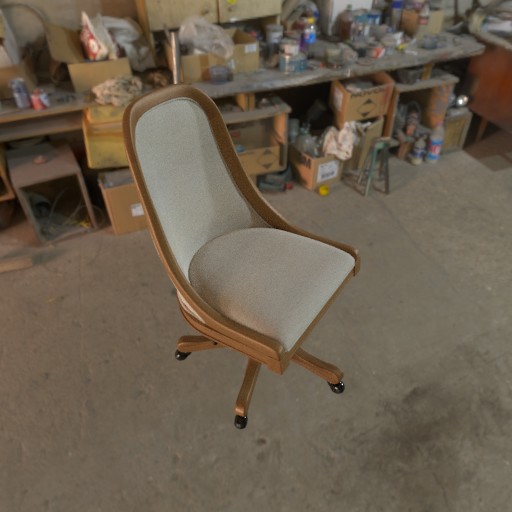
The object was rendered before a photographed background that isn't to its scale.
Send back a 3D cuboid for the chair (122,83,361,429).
[{"bbox_3d":[0.000,0.000,1.560,0.811,1.009,0.702,23,45,25],"label":"chair"}]
